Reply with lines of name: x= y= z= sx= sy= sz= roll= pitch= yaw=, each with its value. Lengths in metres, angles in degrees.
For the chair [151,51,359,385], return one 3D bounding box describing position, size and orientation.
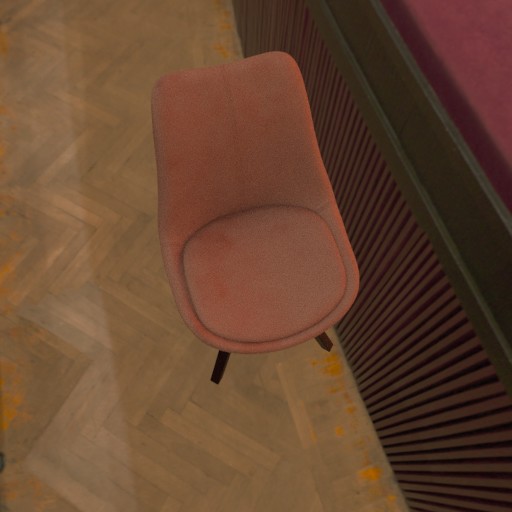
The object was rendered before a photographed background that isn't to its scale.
chair: x=0.000 y=0.000 z=1.220 sx=0.483 sy=0.865 sz=0.547 roll=-15 pitch=65 yaw=-7
